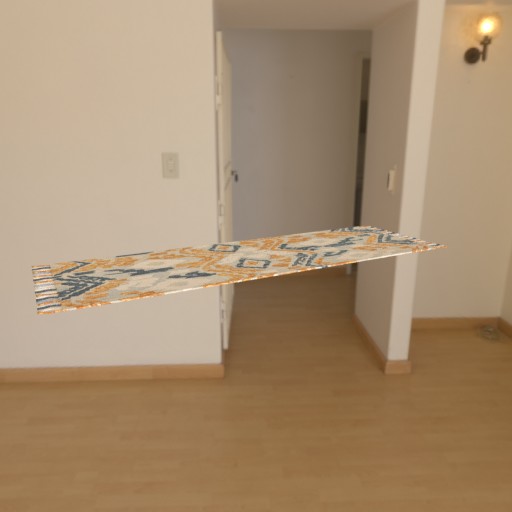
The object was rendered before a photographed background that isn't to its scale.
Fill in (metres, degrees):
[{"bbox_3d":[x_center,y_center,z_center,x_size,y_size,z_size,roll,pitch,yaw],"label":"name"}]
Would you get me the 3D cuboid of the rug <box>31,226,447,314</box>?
[{"bbox_3d":[0.000,0.000,2.695,2.437,0.010,0.783,-8,17,-27],"label":"rug"}]
